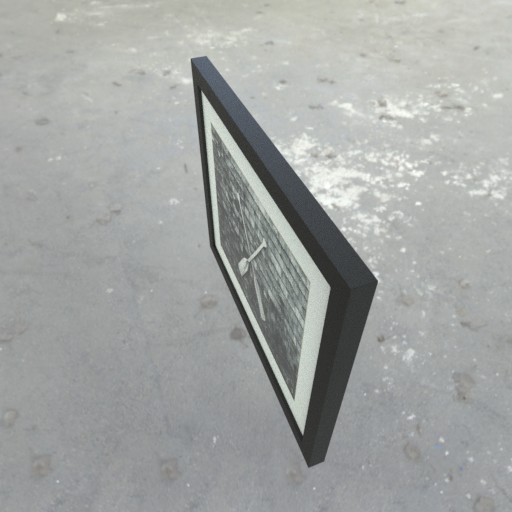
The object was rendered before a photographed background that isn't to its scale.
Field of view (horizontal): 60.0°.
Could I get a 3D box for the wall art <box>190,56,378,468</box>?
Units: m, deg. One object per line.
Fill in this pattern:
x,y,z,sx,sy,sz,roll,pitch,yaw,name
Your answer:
0.000,0.000,0.752,0.029,0.457,0.558,-15,48,-14,wall art
